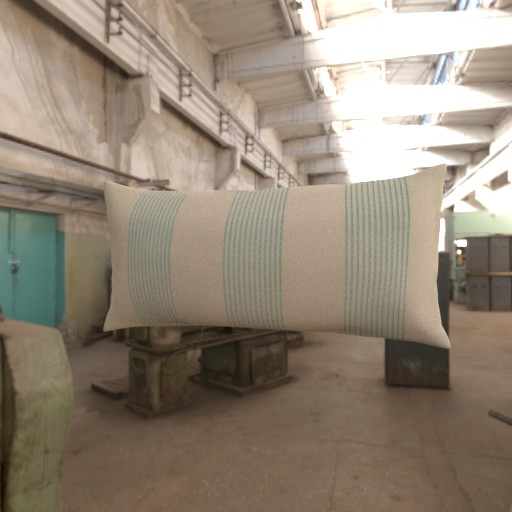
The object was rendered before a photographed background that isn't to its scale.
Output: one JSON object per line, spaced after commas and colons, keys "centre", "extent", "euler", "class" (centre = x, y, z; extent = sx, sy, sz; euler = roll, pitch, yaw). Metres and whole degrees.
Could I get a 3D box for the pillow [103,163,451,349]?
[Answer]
{"centre": [0.000, 0.000, 0.753], "extent": [0.610, 0.287, 0.151], "euler": [0, 0, 17], "class": "pillow"}
